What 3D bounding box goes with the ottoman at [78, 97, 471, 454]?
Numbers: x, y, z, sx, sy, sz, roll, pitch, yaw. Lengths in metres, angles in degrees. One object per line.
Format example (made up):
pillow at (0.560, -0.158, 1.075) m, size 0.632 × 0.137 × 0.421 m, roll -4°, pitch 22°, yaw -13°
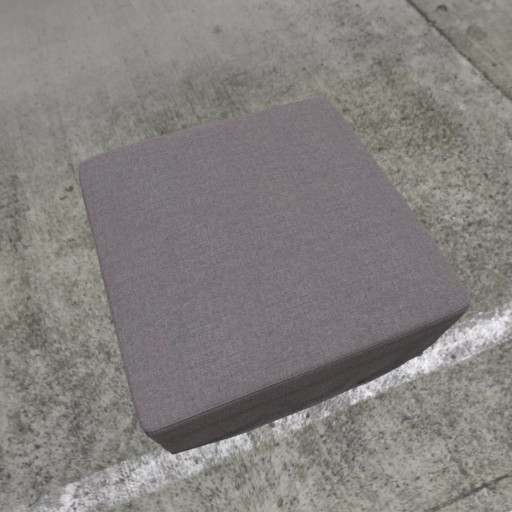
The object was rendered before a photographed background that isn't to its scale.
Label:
ottoman at (0.000, 0.000, 1.321) m, size 0.840 × 0.436 × 0.843 m, roll -18°, pitch 60°, yaw -11°
